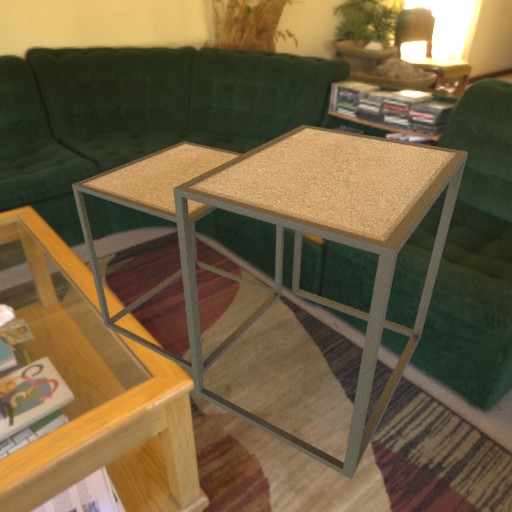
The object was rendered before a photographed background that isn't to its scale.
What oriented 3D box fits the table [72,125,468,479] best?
[{"bbox_3d":[0.000,0.000,1.121,0.788,0.540,0.508,19,36,28],"label":"table"}]
